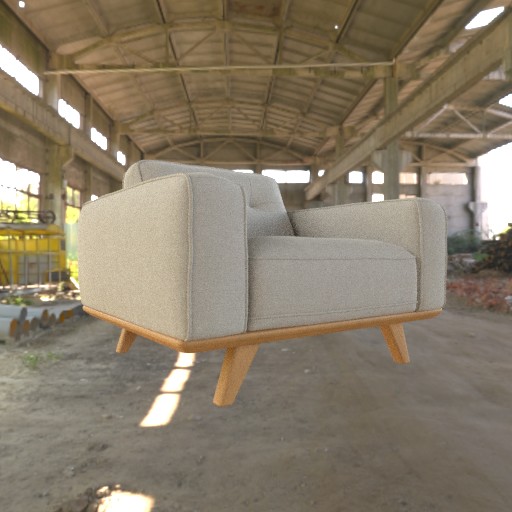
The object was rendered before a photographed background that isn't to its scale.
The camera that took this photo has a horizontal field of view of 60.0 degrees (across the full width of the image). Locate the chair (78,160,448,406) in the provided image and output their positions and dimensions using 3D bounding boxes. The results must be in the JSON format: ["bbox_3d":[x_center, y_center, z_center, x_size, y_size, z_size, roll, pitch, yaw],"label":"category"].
[{"bbox_3d":[0.000,0.000,1.699,1.115,0.779,0.953,0,0,-36],"label":"chair"}]
